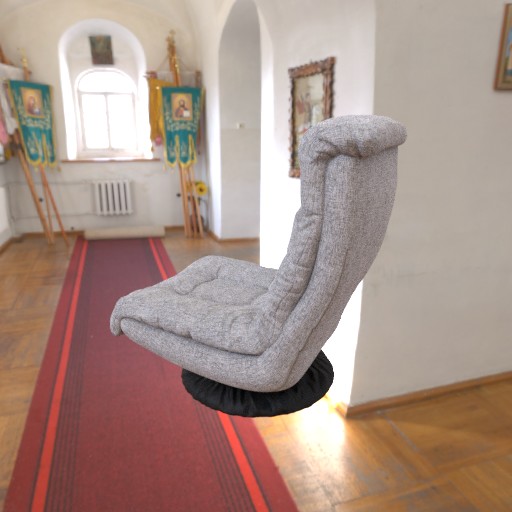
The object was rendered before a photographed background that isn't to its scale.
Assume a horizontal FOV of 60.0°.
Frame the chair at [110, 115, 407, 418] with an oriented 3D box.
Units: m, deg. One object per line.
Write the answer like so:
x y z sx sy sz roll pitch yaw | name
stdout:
0.000 0.000 0.995 0.583 0.600 0.400 8 19 25 | chair
